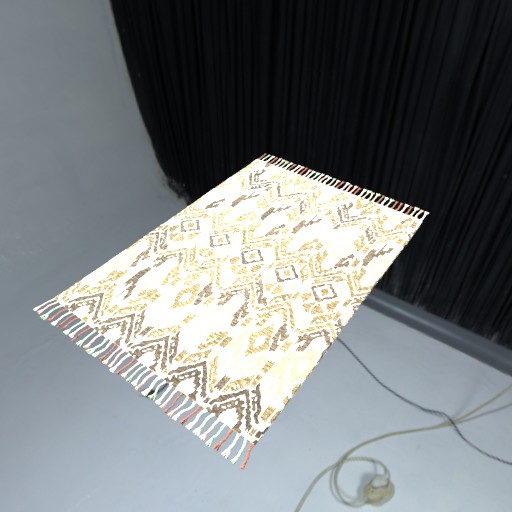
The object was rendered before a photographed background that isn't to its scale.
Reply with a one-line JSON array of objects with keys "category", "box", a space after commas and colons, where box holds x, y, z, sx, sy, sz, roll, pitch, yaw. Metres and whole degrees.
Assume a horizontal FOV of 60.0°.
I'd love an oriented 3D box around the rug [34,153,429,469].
[{"category": "rug", "box": [0.000, 0.000, 2.318, 1.219, 0.008, 1.829, 26, 48, 26]}]
